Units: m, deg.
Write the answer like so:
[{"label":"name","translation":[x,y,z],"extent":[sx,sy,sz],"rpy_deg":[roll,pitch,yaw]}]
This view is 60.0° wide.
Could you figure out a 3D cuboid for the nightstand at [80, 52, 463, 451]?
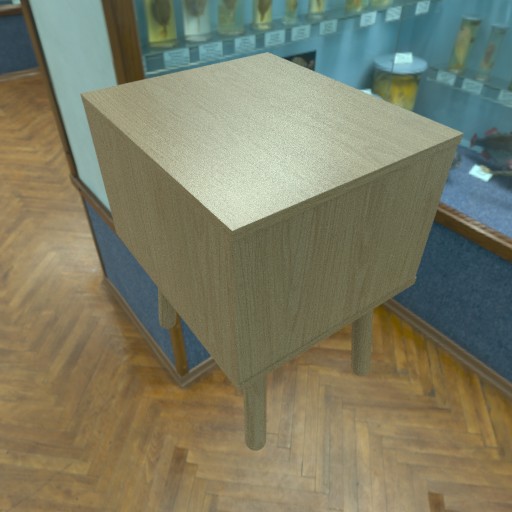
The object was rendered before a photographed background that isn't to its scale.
[{"label":"nightstand","translation":[0.000,0.000,0.851],"extent":[0.380,0.571,0.450],"rpy_deg":[-25,47,-26]}]
